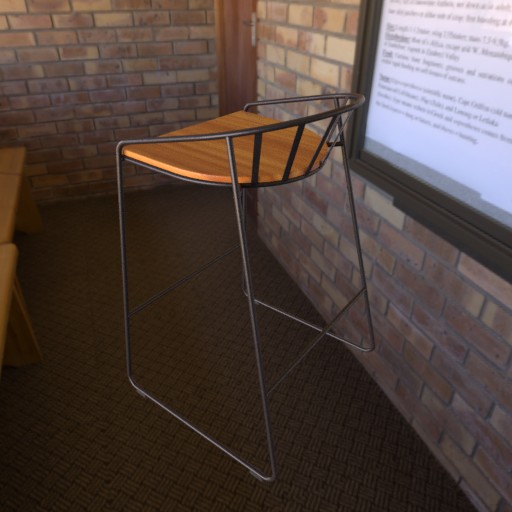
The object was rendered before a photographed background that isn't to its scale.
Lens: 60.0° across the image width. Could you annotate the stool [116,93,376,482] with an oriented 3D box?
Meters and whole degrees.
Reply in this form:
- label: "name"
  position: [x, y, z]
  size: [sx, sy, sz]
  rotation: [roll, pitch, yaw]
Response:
- label: "stool"
  position: [0.000, 0.000, 1.129]
  size: [0.521, 0.812, 0.546]
  rotation: [22, 38, 31]
